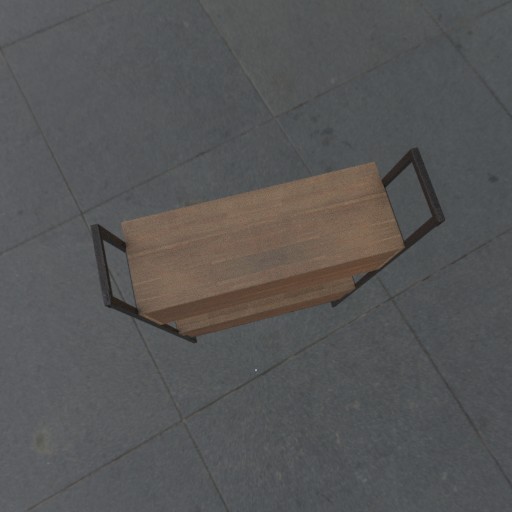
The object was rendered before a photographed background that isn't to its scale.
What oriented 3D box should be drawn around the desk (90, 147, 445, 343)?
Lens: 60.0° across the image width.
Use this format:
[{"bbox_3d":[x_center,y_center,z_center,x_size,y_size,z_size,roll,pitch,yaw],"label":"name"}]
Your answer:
[{"bbox_3d":[0.000,0.000,2.160,0.982,1.809,0.515,-14,76,-4],"label":"desk"}]
